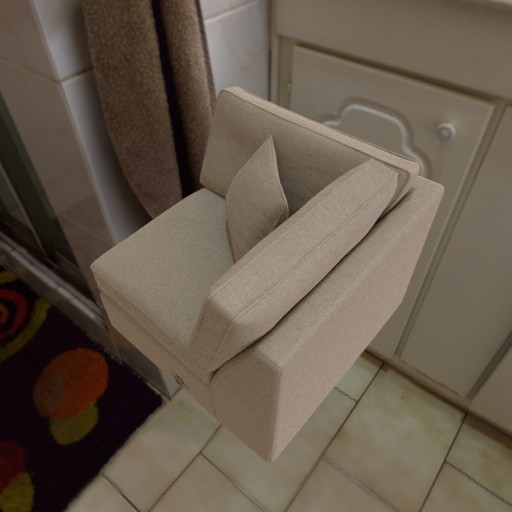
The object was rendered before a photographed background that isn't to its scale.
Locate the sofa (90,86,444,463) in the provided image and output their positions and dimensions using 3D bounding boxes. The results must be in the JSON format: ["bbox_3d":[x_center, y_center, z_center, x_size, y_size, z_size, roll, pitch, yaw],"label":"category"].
[{"bbox_3d":[0.000,0.000,1.979,1.084,1.002,1.146,32,54,27],"label":"sofa"}]
